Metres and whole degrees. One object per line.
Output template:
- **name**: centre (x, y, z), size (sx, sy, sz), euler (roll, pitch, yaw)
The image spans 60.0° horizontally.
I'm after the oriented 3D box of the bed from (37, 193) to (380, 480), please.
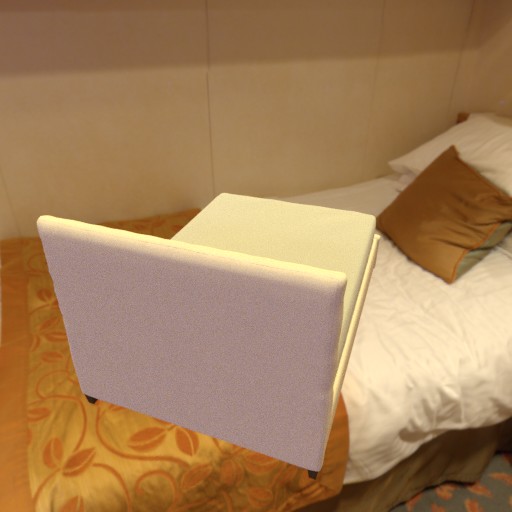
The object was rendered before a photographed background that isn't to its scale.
- **bed**: centre (0.000, 0.000, 3.429), size (1.698, 1.427, 2.387), euler (11, 33, 17)
